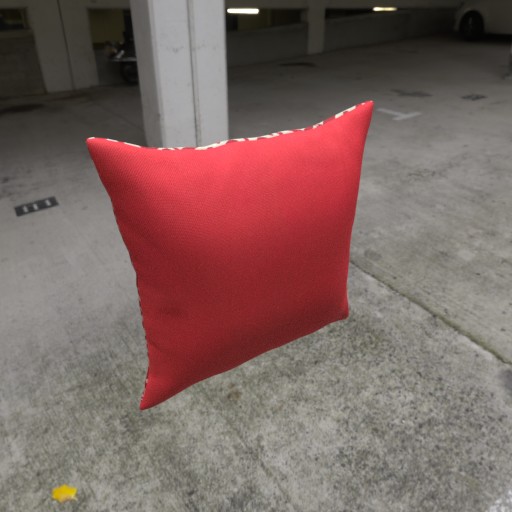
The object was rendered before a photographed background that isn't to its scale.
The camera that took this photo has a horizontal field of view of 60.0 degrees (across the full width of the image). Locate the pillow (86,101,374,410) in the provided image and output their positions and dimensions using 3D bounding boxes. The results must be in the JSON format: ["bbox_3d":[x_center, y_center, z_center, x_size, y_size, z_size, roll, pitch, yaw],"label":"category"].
[{"bbox_3d":[0.000,0.000,0.822,0.522,0.507,0.192,-17,34,-28],"label":"pillow"}]
